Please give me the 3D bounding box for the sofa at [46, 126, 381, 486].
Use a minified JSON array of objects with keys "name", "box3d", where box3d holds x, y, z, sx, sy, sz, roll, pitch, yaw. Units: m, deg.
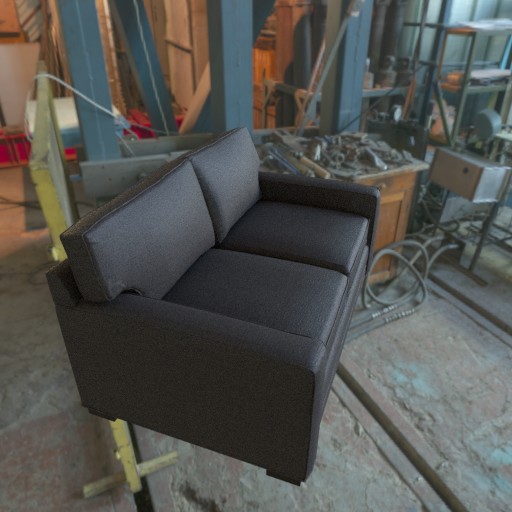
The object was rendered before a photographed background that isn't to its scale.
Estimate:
[{"name":"sofa","box3d":[0.000,0.000,2.097,0.974,0.887,1.534,11,32,18]}]
